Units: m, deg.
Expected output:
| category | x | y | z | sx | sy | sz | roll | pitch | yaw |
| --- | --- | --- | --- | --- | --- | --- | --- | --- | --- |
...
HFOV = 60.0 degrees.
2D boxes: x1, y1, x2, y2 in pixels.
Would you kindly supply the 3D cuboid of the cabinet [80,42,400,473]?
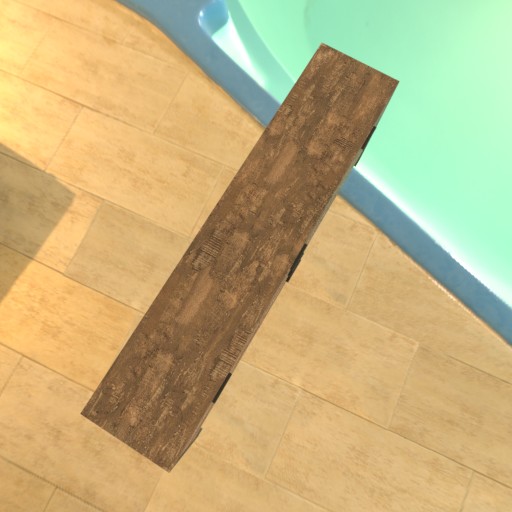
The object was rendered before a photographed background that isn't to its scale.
| category | x | y | z | sx | sy | sz | roll | pitch | yaw |
| --- | --- | --- | --- | --- | --- | --- | --- | --- | --- |
| cabinet | 0.000 | 0.000 | 2.114 | 0.395 | 0.762 | 1.800 | 30 | 78 | 7 |
